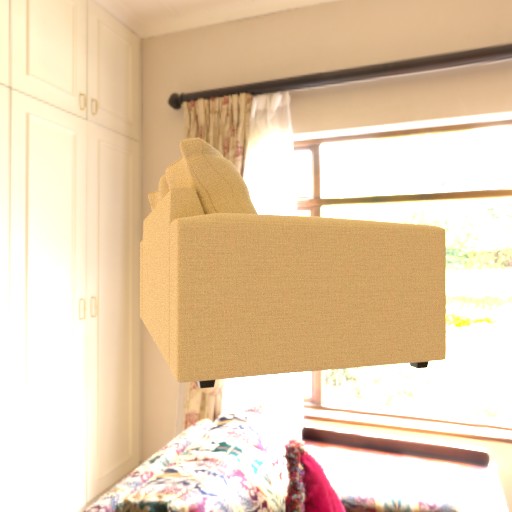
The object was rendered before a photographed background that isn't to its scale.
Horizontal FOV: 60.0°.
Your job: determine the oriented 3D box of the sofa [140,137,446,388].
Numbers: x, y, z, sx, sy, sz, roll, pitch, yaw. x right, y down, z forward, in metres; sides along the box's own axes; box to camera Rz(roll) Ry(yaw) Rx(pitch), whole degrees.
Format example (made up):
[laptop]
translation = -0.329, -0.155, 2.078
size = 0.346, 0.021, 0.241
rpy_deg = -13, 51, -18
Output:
[sofa]
translation = 0.000, 0.000, 2.371
size = 1.091, 0.875, 1.754
rpy_deg = 0, -1, -18
